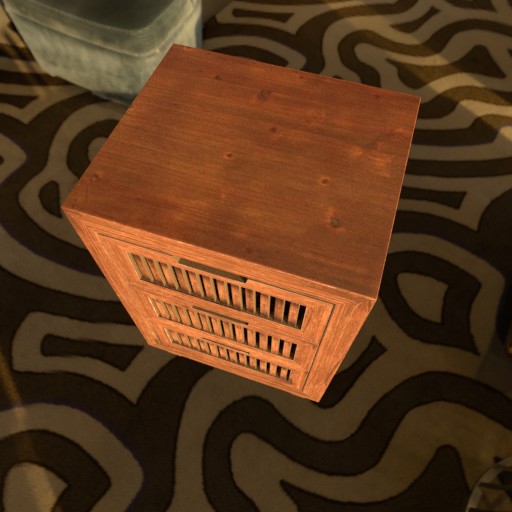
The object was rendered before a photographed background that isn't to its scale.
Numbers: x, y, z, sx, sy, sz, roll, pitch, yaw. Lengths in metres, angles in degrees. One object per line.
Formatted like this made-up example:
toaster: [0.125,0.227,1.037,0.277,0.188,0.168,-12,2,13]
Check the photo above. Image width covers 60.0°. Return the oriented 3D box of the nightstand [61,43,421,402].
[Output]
nightstand: [0.000,0.000,1.005,0.465,0.695,0.410,16,61,9]
